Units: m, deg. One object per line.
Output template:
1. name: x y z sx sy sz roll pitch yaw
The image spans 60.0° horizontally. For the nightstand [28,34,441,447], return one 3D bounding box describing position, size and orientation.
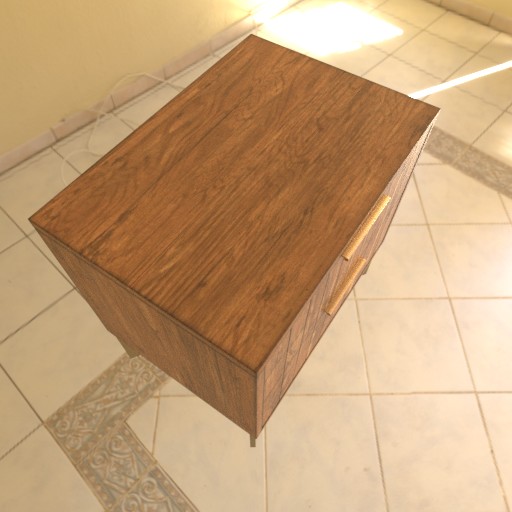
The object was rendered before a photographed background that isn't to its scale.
1. nightstand: 0.000 0.000 1.013 0.446 0.610 0.610 30 62 18
